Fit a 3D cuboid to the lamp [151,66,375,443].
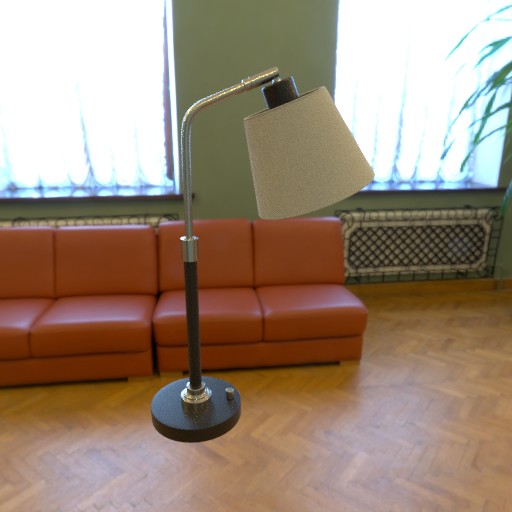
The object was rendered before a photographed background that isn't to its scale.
[{"bbox_3d":[0.000,0.000,0.680,0.348,0.539,0.181,-2,17,-8],"label":"lamp"}]
